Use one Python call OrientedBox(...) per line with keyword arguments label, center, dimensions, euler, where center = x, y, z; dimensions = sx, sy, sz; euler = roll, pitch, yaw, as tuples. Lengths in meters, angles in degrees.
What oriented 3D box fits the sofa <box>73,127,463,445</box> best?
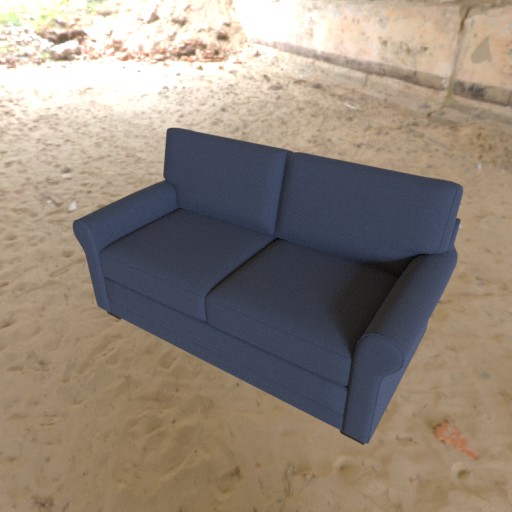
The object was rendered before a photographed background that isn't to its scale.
OrientedBox(label="sofa", center=(0.000, 0.000, 2.455), dimensions=(1.930, 1.020, 0.940), euler=(19, 36, 28))
